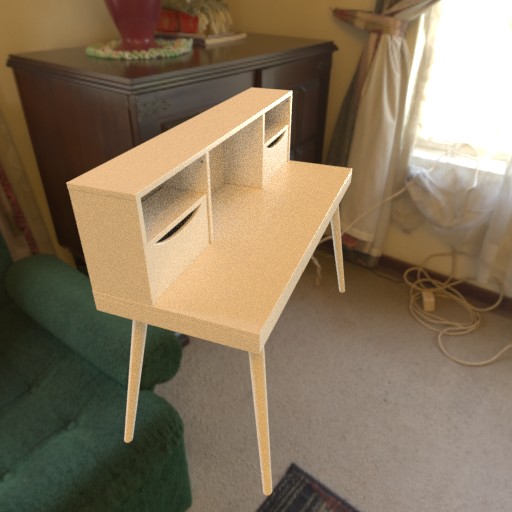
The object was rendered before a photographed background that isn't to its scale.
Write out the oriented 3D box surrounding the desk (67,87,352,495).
[{"bbox_3d":[0.000,0.000,1.713,0.559,0.990,1.199,11,34,18],"label":"desk"}]
